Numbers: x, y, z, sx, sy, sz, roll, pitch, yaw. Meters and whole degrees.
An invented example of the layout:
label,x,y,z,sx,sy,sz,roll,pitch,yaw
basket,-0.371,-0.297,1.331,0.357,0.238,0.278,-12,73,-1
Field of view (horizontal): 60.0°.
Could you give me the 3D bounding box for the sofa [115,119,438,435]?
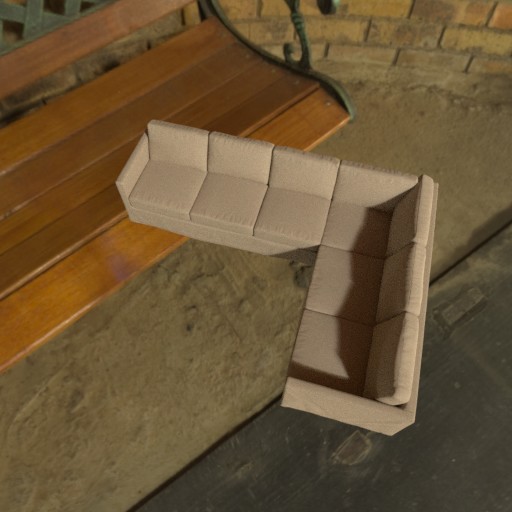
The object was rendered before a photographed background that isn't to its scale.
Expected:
label,x,y,z,sx,sy,sz,roll,pitch,yaw
sofa,0.000,0.000,4.346,3.182,0.871,2.432,14,60,8
